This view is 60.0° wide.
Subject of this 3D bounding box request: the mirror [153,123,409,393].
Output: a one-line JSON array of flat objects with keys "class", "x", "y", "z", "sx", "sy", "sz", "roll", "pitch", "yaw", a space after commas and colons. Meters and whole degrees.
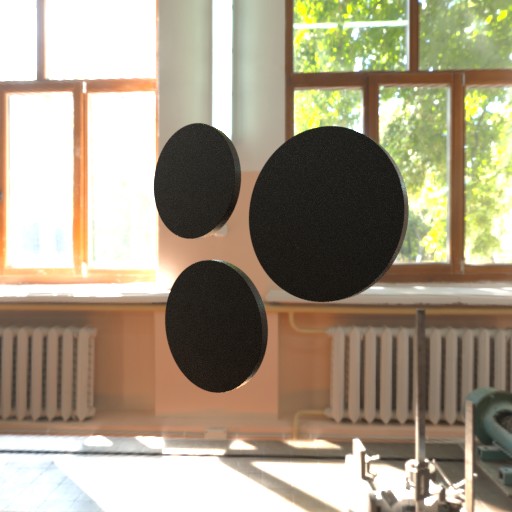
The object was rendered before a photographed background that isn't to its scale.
[{"class": "mirror", "x": 0.000, "y": 0.000, "z": 3.181, "sx": 2.160, "sy": 2.096, "sz": 0.076, "roll": 0, "pitch": 0, "yaw": 37}]
